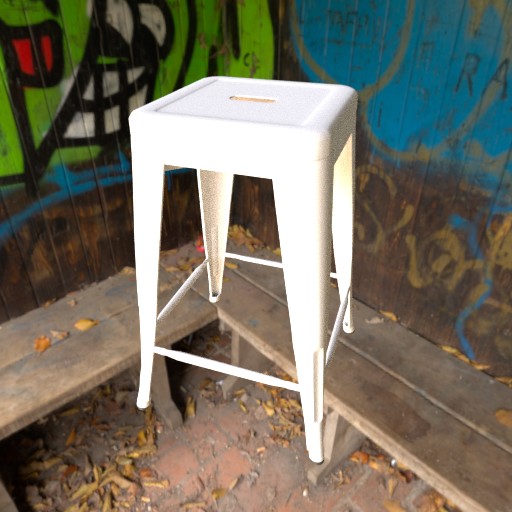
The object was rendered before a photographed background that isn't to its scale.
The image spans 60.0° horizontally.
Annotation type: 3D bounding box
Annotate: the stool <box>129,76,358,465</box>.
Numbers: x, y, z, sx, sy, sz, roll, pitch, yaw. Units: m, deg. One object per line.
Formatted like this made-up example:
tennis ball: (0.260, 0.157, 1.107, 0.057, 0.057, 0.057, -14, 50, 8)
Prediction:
stool: (0.000, 0.000, 0.884, 0.406, 0.610, 0.406, 11, 34, 16)
